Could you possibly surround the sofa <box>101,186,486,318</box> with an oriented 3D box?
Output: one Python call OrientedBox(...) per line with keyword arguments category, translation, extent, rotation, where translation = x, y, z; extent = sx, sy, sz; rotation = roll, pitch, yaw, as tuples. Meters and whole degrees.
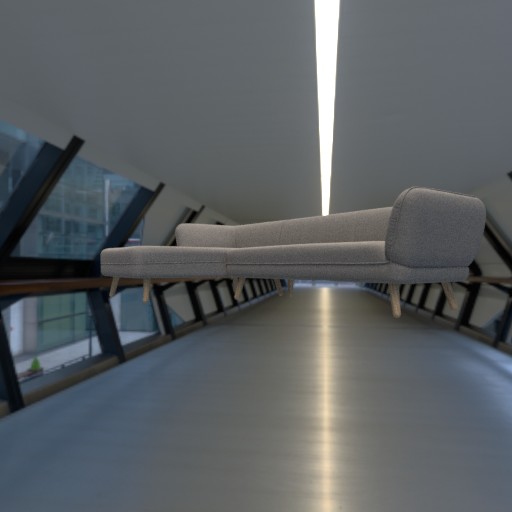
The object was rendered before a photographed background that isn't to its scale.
OrientedBox(category="sofa", translation=(0.000, 0.000, 3.268), extent=(1.532, 0.693, 2.653), rotation=(1, -1, -37))
